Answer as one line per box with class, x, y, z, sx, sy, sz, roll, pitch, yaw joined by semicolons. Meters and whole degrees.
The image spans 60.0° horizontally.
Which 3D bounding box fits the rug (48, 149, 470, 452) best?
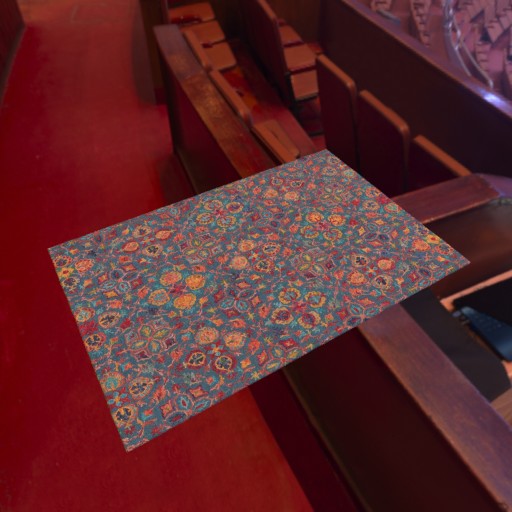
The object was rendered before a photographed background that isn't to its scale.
rug;0.000;0.000;2.302;1.836;0.014;1.216;-24;51;-21
